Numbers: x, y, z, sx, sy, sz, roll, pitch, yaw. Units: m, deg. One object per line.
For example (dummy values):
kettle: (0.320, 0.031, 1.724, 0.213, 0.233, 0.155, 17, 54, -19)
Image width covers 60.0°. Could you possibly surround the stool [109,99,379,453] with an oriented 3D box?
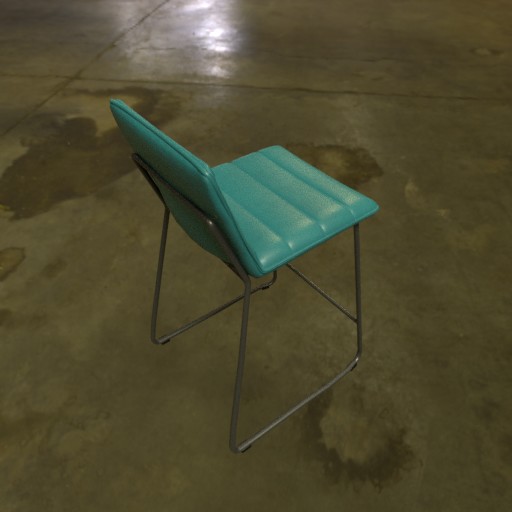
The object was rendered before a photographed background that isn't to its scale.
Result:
stool: (0.000, 0.000, 1.193, 0.524, 0.866, 0.489, -26, 48, -27)
